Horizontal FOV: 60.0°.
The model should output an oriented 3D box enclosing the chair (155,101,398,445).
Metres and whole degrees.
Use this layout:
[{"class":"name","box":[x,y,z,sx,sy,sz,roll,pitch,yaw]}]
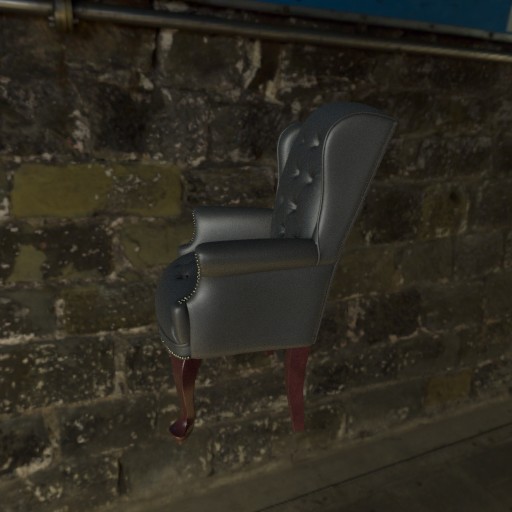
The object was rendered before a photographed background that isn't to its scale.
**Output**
[{"class":"chair","box":[0.000,0.000,1.680,0.762,1.111,0.838,-2,15,-8]}]
